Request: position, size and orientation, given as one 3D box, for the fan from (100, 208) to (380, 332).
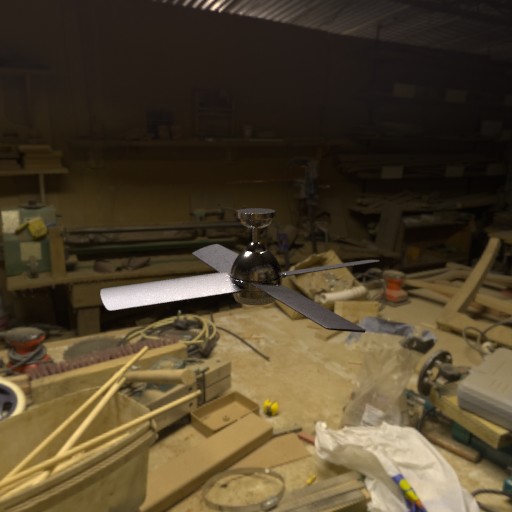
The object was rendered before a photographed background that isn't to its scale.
[{"bbox_3d":[0.000,0.000,1.973,1.332,0.403,1.332,-7,15,-26],"label":"fan"}]
